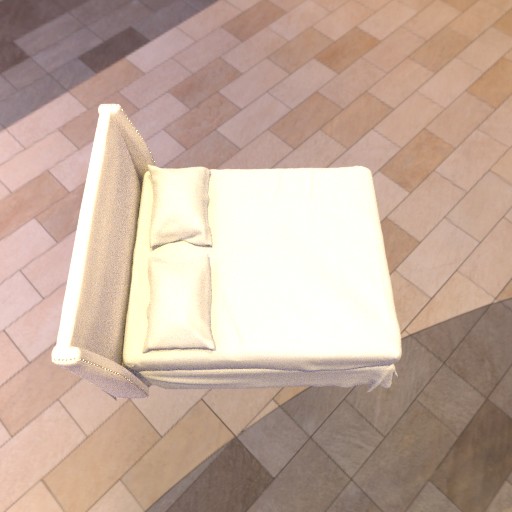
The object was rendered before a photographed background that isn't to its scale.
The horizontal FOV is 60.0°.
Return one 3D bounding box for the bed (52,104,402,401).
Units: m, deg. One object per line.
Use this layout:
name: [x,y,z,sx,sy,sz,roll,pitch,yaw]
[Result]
bed: [0.000,0.000,3.402,2.276,1.332,1.925,-1,63,-1]
